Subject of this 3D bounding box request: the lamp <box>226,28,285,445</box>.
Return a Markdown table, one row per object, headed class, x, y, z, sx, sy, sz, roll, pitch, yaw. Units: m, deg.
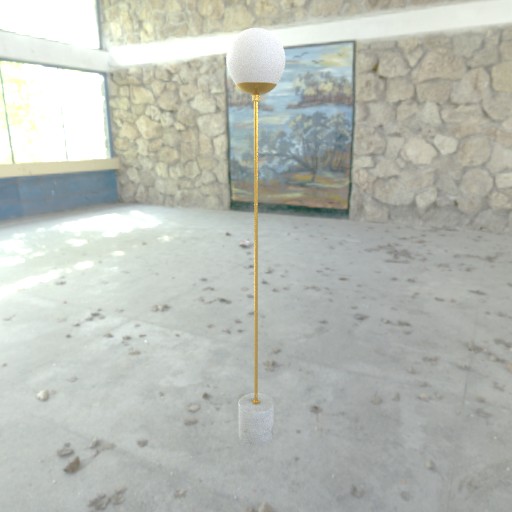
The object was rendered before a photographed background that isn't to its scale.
| class | x | y | z | sx | sy | sz | roll | pitch | yaw |
| --- | --- | --- | --- | --- | --- | --- | --- | --- | --- |
| lamp | 0.000 | 0.000 | 1.877 | 0.224 | 1.753 | 0.224 | 8 | 17 | 28 |
